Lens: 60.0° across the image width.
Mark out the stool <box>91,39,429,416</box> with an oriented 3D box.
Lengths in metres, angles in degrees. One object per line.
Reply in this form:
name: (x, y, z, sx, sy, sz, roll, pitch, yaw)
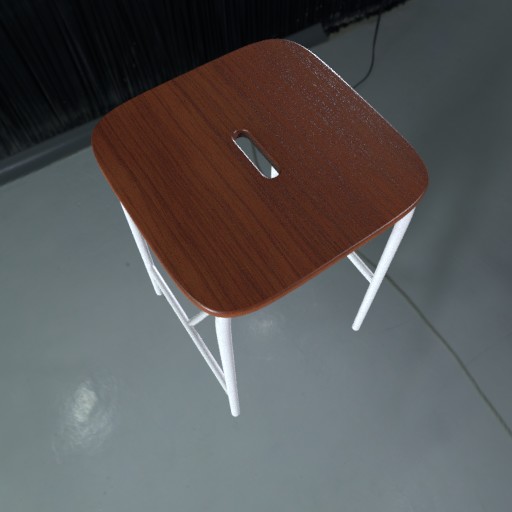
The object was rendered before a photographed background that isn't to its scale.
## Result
stool: (0.000, 0.000, 0.851, 0.376, 0.610, 0.376, -32, 68, -14)
